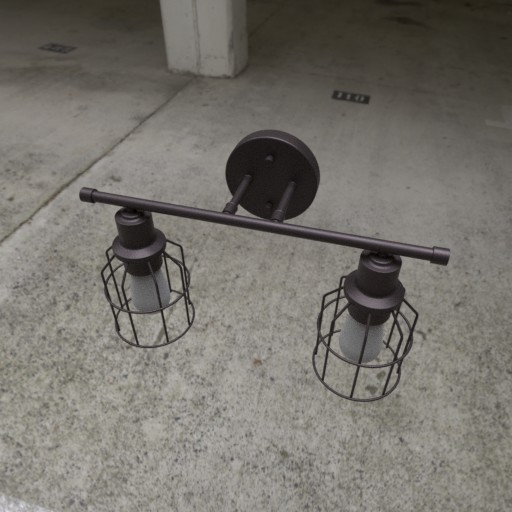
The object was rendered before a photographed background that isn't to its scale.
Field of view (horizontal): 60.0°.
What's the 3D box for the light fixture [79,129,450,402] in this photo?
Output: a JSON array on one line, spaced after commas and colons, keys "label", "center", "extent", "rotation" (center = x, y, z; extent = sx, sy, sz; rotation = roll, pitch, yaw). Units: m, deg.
[{"label": "light fixture", "center": [0.000, 0.000, 0.540], "extent": [0.406, 0.254, 0.165], "rotation": [11, 42, 12]}]
